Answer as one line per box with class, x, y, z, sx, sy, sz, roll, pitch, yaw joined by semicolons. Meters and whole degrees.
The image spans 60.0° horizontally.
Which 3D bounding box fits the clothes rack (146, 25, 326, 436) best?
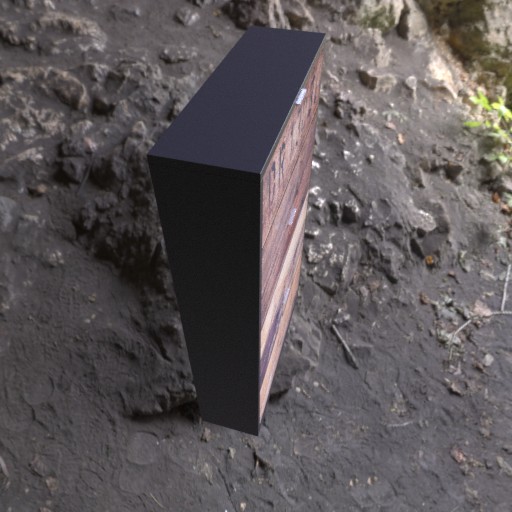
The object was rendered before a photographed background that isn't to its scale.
clothes rack;0.000;0.000;1.589;0.250;1.280;0.750;12;47;11
